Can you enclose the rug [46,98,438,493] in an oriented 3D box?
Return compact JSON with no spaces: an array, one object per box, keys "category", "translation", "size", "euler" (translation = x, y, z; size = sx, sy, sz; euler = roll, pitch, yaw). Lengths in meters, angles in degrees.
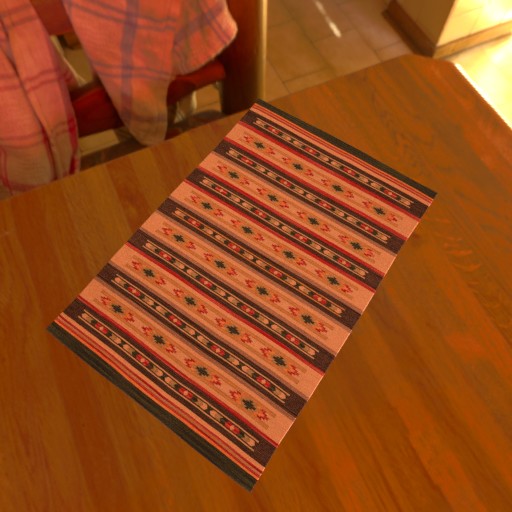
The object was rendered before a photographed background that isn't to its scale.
[{"category":"rug","translation":[0.000,0.000,2.318],"size":[1.221,0.009,1.825],"euler":[32,69,14]}]
